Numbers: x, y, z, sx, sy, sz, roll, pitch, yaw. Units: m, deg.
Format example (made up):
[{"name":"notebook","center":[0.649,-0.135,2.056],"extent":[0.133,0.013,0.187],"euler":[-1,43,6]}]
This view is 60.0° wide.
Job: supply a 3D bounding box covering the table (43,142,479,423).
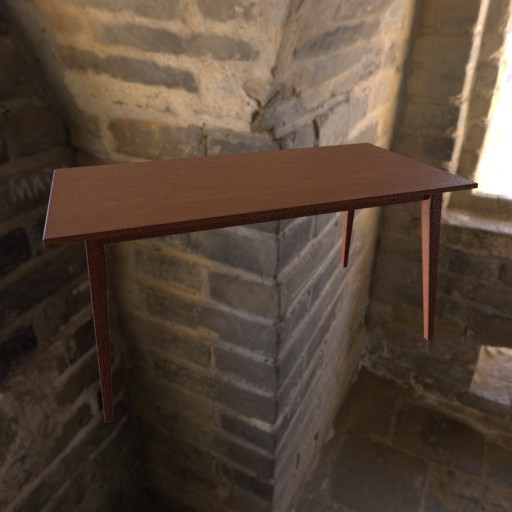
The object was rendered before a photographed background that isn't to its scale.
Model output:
[{"name":"table","center":[0.000,0.000,2.038],"extent":[1.609,0.755,0.811],"euler":[-9,28,-18]}]
